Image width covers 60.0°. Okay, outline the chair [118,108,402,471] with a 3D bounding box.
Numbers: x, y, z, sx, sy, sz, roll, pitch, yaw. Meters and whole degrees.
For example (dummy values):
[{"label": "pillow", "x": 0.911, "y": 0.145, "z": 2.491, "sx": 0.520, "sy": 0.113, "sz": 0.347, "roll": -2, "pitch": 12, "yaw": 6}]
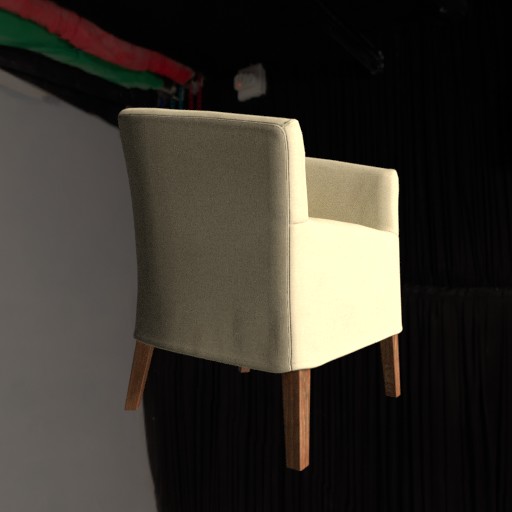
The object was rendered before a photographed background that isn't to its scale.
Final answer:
[{"label": "chair", "x": 0.000, "y": 0.000, "z": 1.262, "sx": 0.657, "sy": 0.822, "sz": 0.643, "roll": 0, "pitch": -1, "yaw": 36}]
